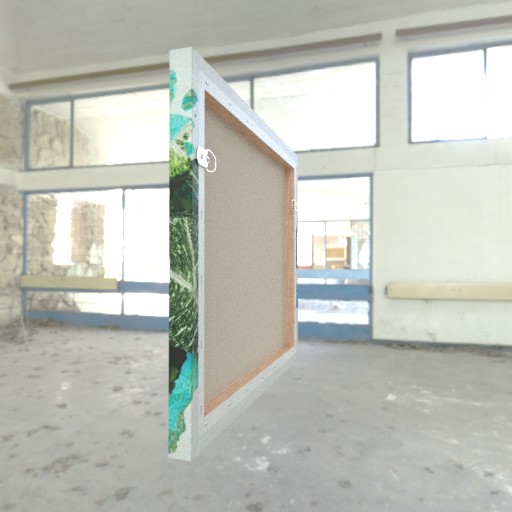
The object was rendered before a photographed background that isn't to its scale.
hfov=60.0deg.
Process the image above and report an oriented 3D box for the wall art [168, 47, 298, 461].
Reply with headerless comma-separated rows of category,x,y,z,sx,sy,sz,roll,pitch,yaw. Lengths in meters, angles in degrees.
wall art,0.000,0.000,0.993,0.043,0.610,0.711,0,-1,18
